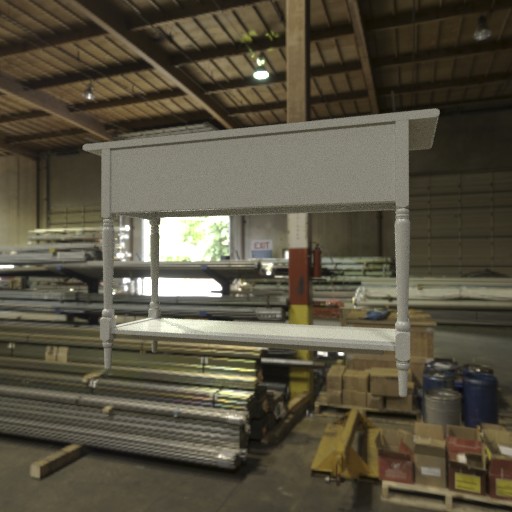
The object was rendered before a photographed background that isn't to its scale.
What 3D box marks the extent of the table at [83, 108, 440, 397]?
[{"bbox_3d":[0.000,0.000,1.589,1.197,0.808,0.384,0,-1,19],"label":"table"}]
